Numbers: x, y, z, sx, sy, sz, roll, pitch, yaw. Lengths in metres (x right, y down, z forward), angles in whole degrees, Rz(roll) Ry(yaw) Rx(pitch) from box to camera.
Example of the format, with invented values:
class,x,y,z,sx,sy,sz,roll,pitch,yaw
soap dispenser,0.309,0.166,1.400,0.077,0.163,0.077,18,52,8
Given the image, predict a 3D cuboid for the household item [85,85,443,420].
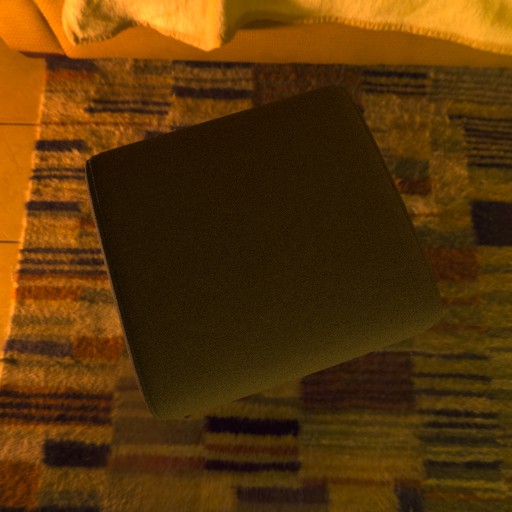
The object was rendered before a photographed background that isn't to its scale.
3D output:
class,x,y,z,sx,sy,sz,roll,pitch,yaw
household item,0.000,0.000,0.915,0.530,0.410,0.530,-18,76,-5
